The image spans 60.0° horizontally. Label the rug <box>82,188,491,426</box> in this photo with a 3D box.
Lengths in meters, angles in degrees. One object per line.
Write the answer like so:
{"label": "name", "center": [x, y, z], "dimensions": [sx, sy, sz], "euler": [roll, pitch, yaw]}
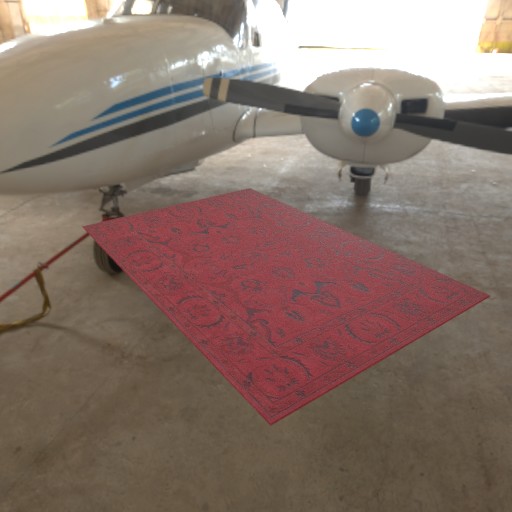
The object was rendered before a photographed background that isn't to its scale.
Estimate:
{"label": "rug", "center": [0.000, 0.000, 2.265], "dimensions": [1.209, 0.008, 1.814], "euler": [-18, 32, -31]}
